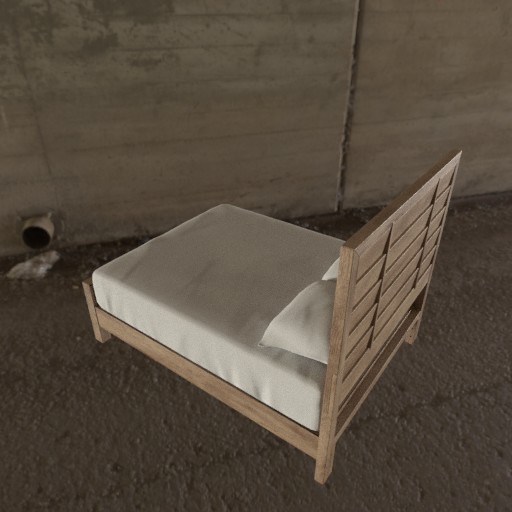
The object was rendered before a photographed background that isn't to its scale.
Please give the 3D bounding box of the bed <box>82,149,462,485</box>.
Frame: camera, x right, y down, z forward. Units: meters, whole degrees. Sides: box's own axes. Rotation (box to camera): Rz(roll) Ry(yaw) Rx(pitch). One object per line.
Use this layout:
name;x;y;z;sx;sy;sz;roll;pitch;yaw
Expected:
bed;0.000;0.000;3.345;2.197;1.626;1.626;21;37;31
